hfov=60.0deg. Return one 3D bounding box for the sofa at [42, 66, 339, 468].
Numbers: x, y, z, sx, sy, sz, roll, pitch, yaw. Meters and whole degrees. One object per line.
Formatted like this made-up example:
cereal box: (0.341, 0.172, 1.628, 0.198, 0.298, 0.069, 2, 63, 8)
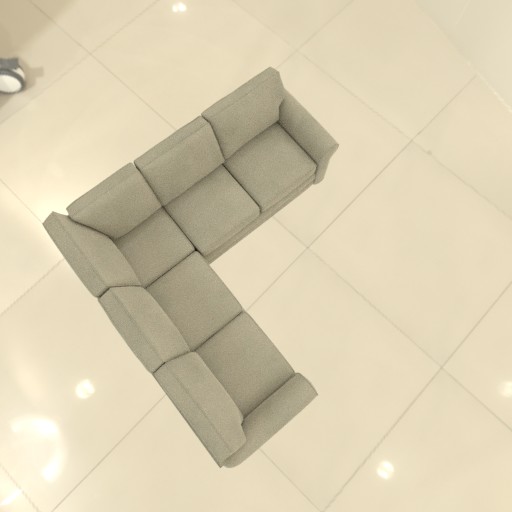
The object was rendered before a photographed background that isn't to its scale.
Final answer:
sofa: (0.000, 0.000, 3.975, 2.562, 1.053, 2.487, -38, 78, -10)
